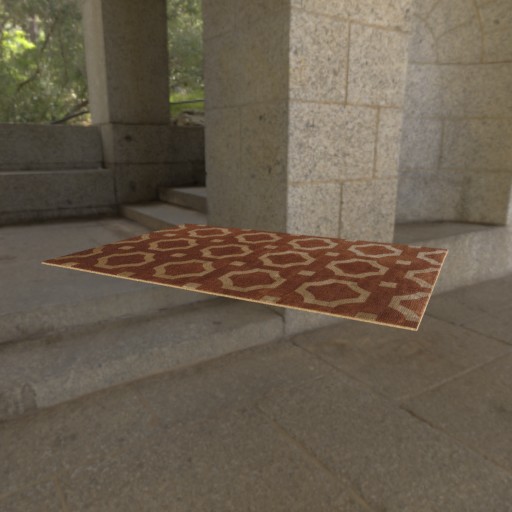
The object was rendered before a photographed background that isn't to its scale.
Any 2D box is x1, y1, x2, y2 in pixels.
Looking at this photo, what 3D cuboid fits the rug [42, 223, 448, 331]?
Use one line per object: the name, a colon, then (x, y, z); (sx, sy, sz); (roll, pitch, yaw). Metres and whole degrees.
rug: (0.000, 0.000, 2.995); (2.286, 0.016, 1.555); (7, 16, 26)
